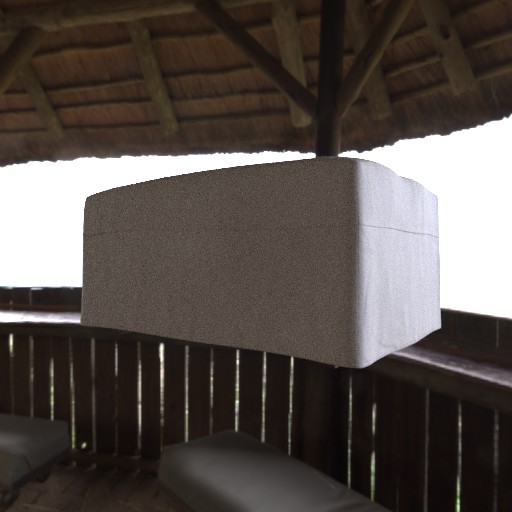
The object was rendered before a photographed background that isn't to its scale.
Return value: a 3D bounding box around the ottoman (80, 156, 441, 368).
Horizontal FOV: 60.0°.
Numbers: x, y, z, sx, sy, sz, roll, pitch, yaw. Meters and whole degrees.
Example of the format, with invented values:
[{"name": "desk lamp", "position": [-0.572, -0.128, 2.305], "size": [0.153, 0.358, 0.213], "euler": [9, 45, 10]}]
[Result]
[{"name": "ottoman", "position": [0.000, 0.000, 1.249], "size": [0.872, 0.444, 0.590], "euler": [0, 0, 36]}]
